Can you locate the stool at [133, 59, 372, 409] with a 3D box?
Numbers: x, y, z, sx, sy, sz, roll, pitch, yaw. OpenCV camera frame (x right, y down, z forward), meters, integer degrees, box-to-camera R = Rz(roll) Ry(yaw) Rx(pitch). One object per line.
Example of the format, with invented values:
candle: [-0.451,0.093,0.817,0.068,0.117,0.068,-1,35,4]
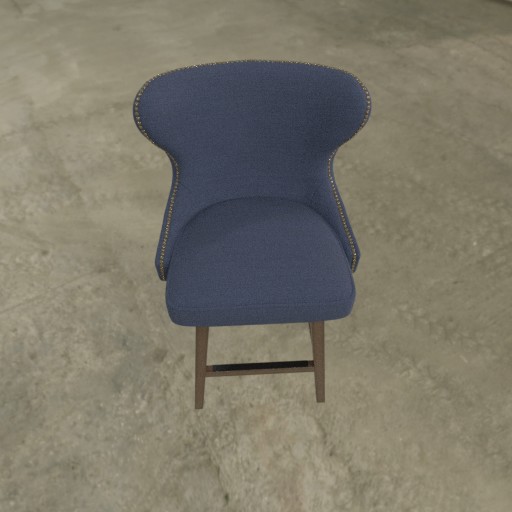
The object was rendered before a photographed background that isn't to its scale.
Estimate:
stool: [0.000,0.000,1.366,0.615,0.972,0.597,-2,47,-2]
